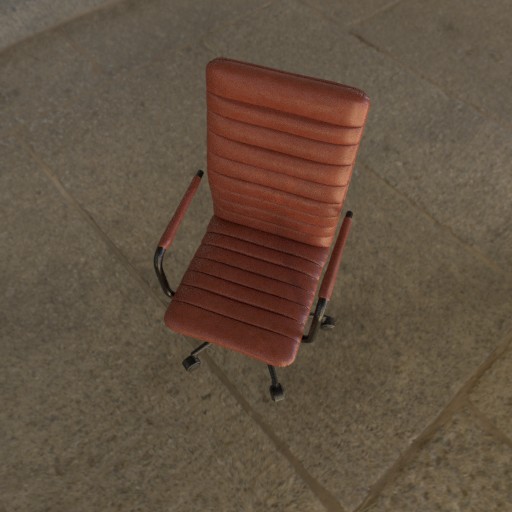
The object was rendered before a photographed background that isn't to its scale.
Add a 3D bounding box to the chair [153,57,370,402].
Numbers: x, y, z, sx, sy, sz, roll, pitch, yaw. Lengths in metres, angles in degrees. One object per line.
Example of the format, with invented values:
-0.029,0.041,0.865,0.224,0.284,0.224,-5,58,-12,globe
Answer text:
0.000,0.000,1.351,0.608,0.979,0.580,17,60,10,chair
